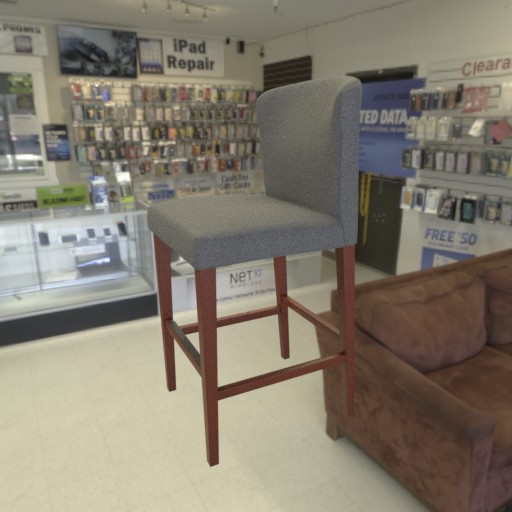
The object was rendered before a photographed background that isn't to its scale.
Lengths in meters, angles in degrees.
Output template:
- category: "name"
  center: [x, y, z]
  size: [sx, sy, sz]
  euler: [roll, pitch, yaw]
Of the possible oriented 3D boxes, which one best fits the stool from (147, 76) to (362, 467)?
- category: "stool"
  center: [0.000, 0.000, 1.398]
  size: [0.568, 1.069, 0.481]
  euler: [-9, 19, -26]
